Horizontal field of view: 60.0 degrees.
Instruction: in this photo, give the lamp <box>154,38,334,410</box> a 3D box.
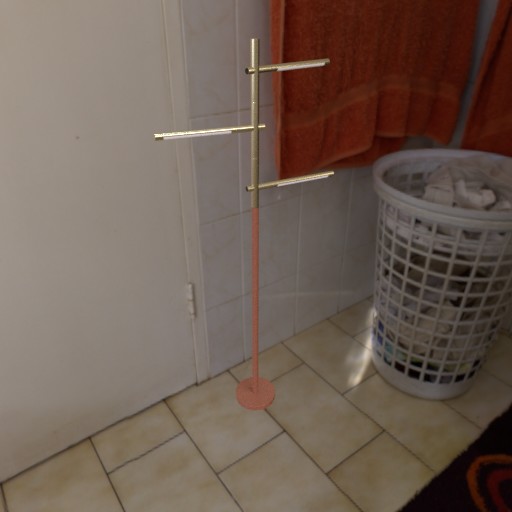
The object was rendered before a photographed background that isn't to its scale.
[{"bbox_3d":[0.000,0.000,1.930,0.737,1.704,0.209,-19,35,-29],"label":"lamp"}]
